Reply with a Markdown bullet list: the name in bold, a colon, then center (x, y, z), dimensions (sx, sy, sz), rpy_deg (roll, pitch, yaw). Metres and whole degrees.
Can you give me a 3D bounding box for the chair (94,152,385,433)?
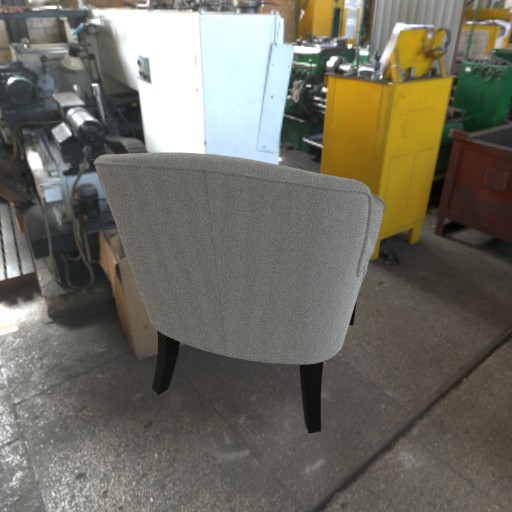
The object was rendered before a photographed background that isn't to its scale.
- **chair**: center (0.000, 0.000, 1.473), dimensions (0.772, 0.880, 0.755), rpy_deg (9, 31, 15)
